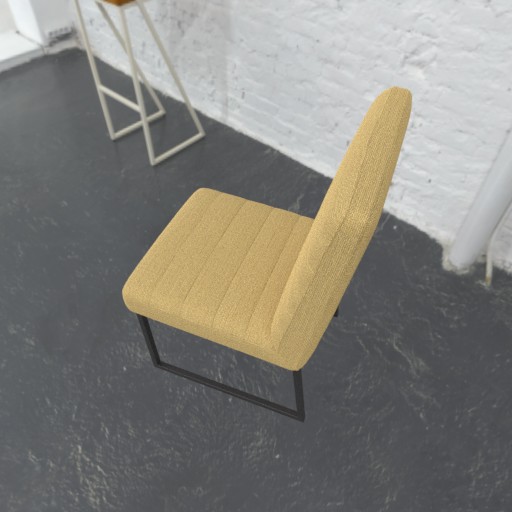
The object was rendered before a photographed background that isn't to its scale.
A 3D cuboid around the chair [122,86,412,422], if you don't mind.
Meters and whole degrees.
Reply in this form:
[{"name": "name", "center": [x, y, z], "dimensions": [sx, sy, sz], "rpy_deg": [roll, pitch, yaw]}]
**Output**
[{"name": "chair", "center": [0.000, 0.000, 1.309], "dimensions": [0.634, 0.930, 0.520], "rpy_deg": [16, 49, 14]}]
